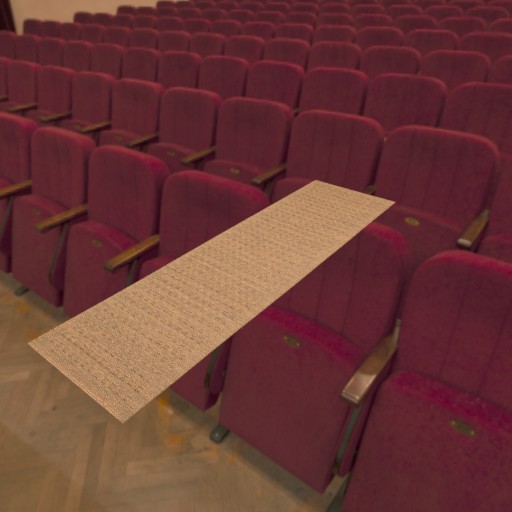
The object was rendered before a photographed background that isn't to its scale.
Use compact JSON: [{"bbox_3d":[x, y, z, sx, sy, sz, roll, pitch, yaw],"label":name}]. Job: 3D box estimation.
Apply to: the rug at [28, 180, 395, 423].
[{"bbox_3d":[0.000,0.000,2.619,0.688,0.005,2.437,23,38,32],"label":"rug"}]
